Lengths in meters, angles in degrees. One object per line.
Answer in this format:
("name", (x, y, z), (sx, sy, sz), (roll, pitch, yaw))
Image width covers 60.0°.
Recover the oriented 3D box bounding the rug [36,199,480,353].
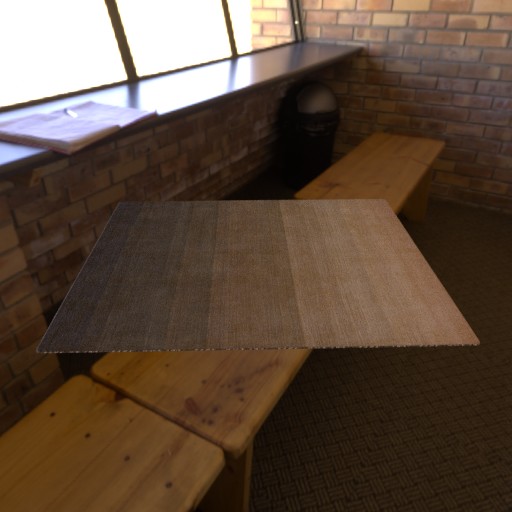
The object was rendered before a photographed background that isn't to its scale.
("rug", (0.000, 0.000, 3.852), (2.902, 0.017, 2.305), (-1, 32, -1))
